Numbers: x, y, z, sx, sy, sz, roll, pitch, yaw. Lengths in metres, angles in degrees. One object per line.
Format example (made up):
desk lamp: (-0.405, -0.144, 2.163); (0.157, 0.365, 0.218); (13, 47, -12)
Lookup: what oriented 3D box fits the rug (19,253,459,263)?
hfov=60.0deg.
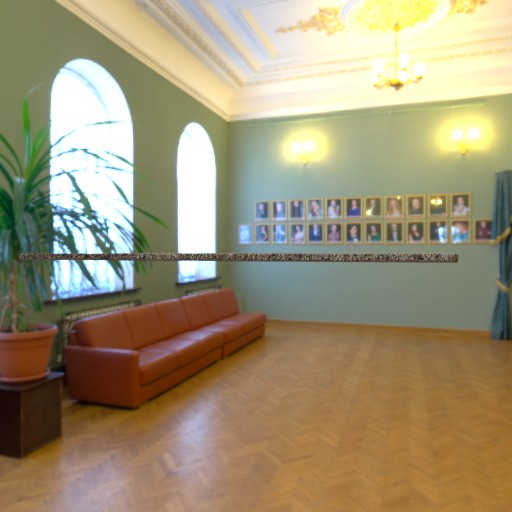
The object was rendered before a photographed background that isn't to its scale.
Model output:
rug: (0.000, 0.000, 2.091); (1.601, 0.025, 1.198); (0, 1, 17)
